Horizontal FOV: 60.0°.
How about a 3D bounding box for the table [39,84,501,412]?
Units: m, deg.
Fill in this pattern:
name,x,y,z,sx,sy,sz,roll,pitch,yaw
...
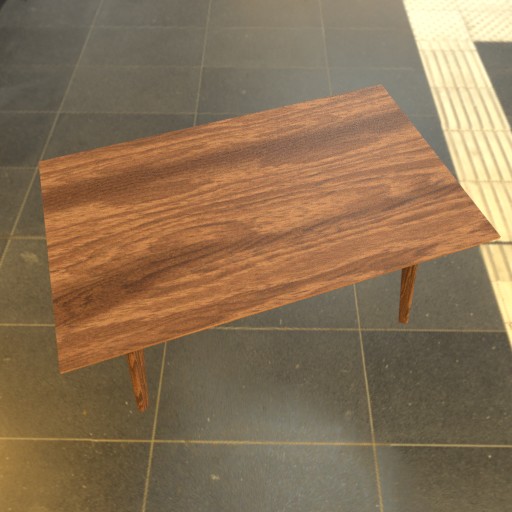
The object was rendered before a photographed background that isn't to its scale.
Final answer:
name,x,y,z,sx,sy,sz,roll,pitch,yaw
table,0.000,0.000,1.779,1.349,0.724,0.801,-16,58,-10
